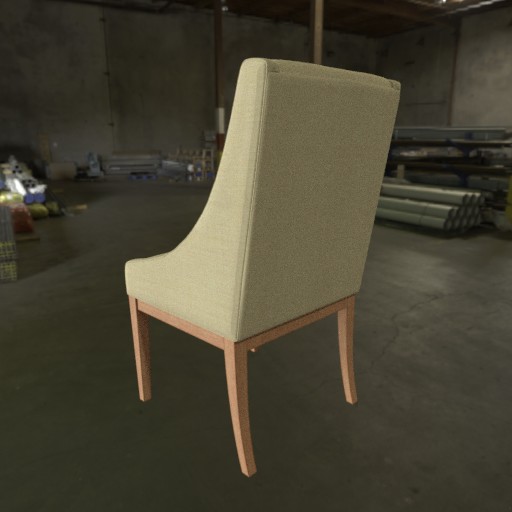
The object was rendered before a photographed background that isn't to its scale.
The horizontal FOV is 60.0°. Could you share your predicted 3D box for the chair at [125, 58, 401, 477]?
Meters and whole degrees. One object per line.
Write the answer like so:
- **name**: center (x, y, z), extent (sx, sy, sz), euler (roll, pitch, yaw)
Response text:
- **chair**: center (0.000, 0.000, 1.368), extent (0.575, 1.021, 0.611), euler (-14, 20, -42)
